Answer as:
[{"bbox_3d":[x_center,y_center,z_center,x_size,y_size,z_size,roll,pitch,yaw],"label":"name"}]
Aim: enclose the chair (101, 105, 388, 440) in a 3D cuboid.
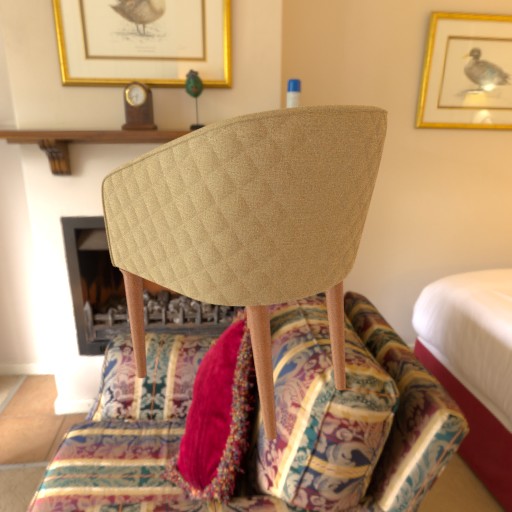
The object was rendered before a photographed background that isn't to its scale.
[{"bbox_3d":[0.000,0.000,1.213,0.584,0.775,0.616,-17,24,-42],"label":"chair"}]
